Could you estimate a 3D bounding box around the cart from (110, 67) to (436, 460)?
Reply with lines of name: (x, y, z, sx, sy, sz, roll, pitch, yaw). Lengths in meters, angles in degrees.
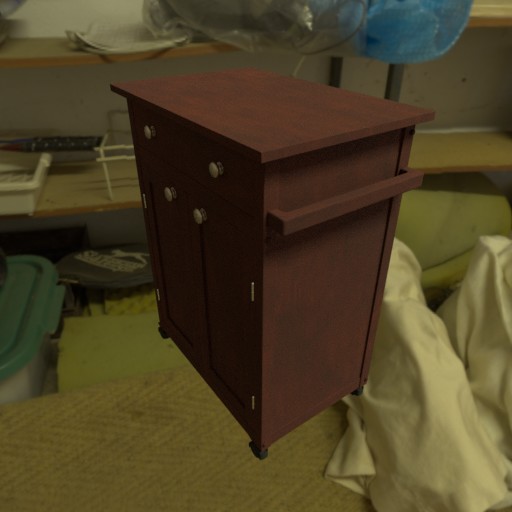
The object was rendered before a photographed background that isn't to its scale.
cart: (0.000, 0.000, 1.247, 0.442, 0.864, 0.683, -21, 37, -30)
